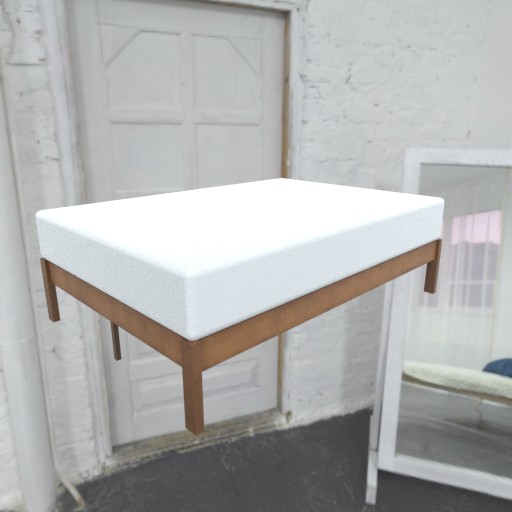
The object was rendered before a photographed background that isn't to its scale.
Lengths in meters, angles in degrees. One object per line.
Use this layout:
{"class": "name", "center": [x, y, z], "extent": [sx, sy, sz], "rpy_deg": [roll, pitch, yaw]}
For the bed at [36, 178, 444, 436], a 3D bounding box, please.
{"class": "bed", "center": [0.000, 0.000, 2.581], "extent": [1.927, 0.616, 1.348], "rpy_deg": [-16, 24, -42]}
